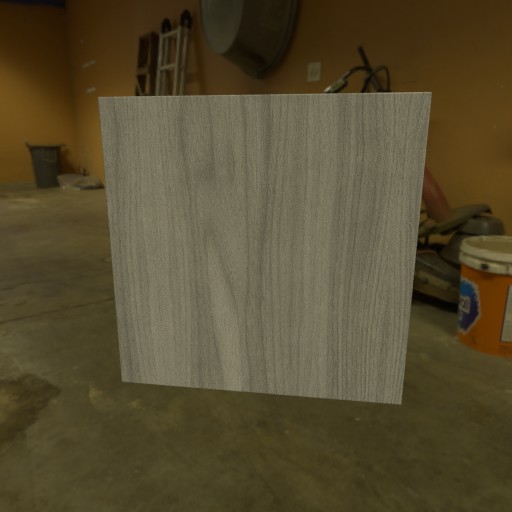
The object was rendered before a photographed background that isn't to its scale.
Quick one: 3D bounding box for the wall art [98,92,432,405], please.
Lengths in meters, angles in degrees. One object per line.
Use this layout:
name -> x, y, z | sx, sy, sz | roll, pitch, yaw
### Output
wall art -> 0.000, 0.000, 0.741 | 0.508, 0.507, 0.016 | 2, 15, 8
